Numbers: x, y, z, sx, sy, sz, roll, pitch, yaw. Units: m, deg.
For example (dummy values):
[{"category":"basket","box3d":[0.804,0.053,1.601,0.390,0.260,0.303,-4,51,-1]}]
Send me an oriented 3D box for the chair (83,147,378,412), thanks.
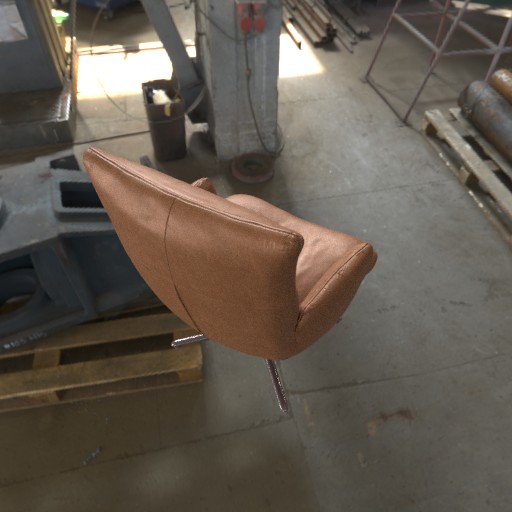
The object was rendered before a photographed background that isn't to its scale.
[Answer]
[{"category":"chair","box3d":[0.000,0.000,1.544,0.711,1.027,0.794,25,52,21]}]
